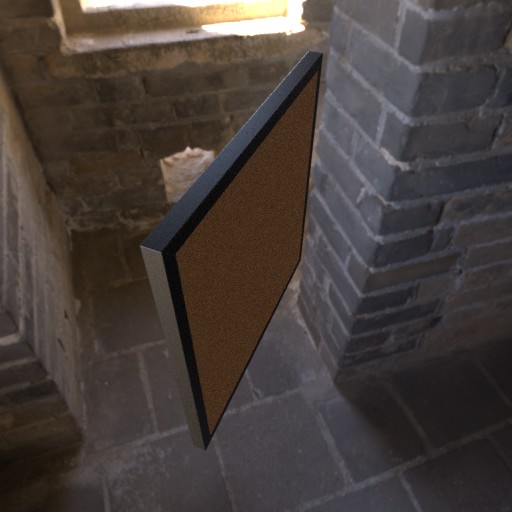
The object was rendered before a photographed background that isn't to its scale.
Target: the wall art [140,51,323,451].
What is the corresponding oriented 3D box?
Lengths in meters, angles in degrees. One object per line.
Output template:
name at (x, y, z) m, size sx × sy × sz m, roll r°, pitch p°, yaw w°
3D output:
wall art at (0.000, 0.000, 1.159) m, size 0.038 × 0.765 × 0.765 m, roll 17°, pitch 49°, yaw 16°
